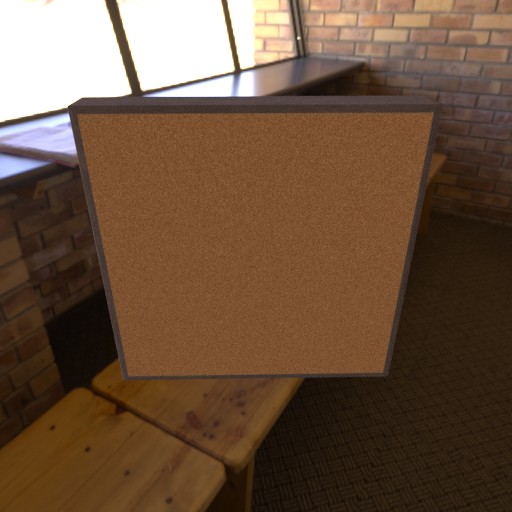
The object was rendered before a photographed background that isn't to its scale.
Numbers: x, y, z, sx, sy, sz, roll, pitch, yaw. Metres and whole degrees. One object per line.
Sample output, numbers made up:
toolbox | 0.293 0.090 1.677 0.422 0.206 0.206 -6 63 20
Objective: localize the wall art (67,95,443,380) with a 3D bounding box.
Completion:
wall art | 0.000 0.000 0.448 0.303 0.302 0.038 -1 30 -1
